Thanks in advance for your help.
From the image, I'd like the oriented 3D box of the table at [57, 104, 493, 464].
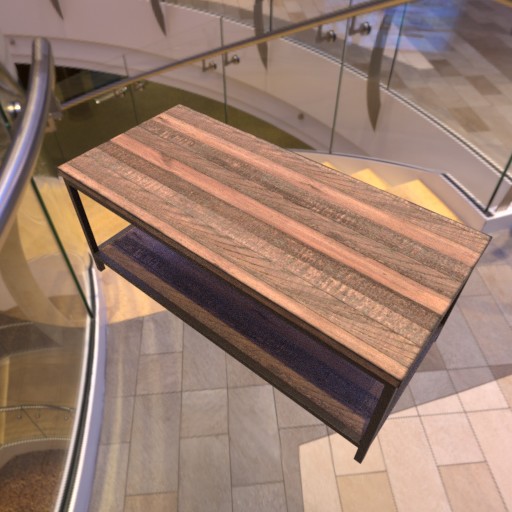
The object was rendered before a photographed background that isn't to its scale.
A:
[{"bbox_3d":[0.000,0.000,1.223,0.990,0.399,0.452,30,53,26],"label":"table"}]
